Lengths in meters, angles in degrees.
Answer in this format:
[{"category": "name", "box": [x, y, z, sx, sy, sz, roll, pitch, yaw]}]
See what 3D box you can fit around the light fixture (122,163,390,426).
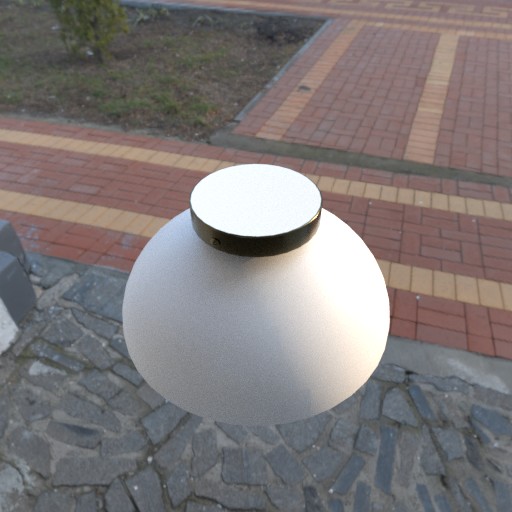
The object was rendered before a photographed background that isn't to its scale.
[{"category": "light fixture", "box": [0.000, 0.000, 0.552, 0.355, 0.177, 0.355, 0, 41, 0]}]
